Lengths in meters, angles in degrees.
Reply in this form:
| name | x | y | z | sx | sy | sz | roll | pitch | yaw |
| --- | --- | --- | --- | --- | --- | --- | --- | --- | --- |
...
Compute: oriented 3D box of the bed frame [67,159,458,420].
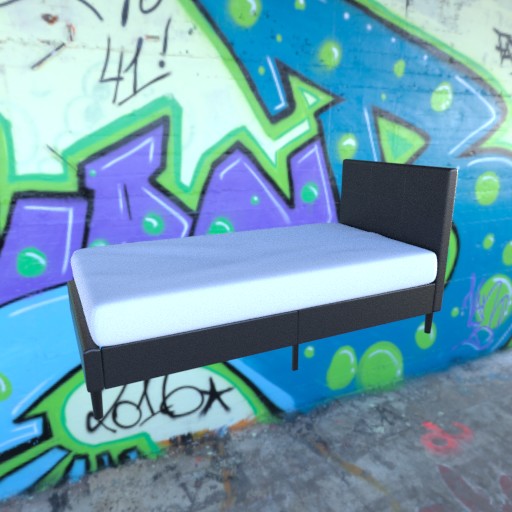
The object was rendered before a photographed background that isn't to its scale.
| name | x | y | z | sx | sy | sz | roll | pitch | yaw |
| --- | --- | --- | --- | --- | --- | --- | --- | --- | --- |
| bed frame | 0.000 | 0.000 | 2.545 | 2.152 | 1.046 | 1.038 | -7 | 17 | -25 |
